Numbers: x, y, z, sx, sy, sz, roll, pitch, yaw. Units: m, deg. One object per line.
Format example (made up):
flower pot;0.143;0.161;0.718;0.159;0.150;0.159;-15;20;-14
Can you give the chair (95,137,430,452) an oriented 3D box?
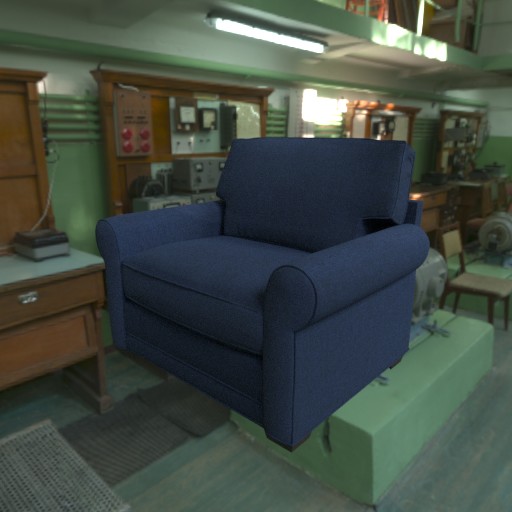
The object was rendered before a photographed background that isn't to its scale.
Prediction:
chair;0.000;0.000;2.028;1.285;1.044;0.963;14;21;40
